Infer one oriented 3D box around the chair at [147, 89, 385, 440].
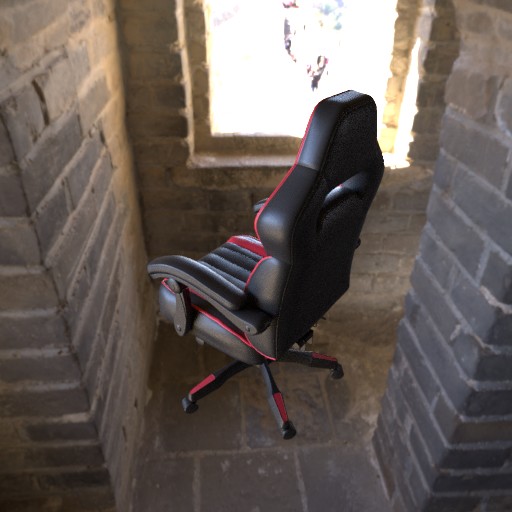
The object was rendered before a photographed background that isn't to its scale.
[{"bbox_3d":[0.000,0.000,1.640,0.700,1.220,0.700,22,38,31],"label":"chair"}]
